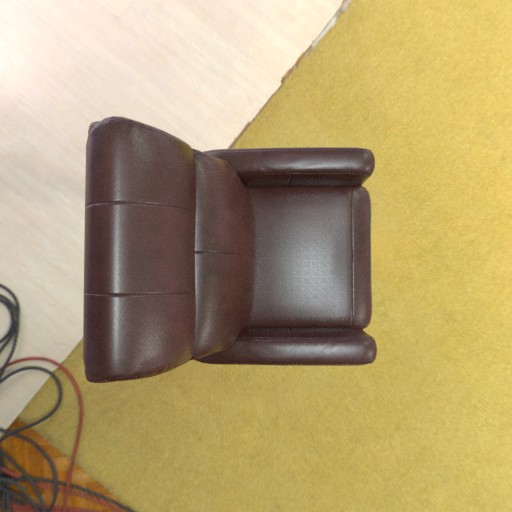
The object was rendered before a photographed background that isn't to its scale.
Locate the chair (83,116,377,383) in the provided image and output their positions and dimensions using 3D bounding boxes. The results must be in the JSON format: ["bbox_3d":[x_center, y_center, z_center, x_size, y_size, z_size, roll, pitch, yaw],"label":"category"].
[{"bbox_3d":[0.000,0.000,1.615,0.939,1.016,0.787,0,88,0],"label":"chair"}]
